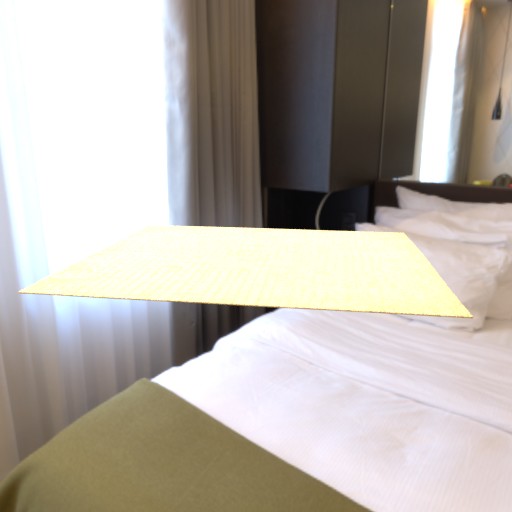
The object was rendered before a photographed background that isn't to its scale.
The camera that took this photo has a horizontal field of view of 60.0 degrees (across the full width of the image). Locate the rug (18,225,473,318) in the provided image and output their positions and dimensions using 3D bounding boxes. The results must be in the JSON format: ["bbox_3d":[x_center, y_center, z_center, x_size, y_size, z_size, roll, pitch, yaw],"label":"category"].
[{"bbox_3d":[0.000,0.000,4.087,3.061,0.014,2.447,2,15,8],"label":"rug"}]
